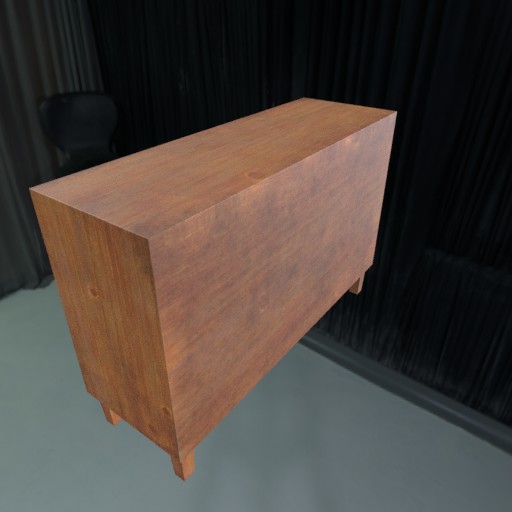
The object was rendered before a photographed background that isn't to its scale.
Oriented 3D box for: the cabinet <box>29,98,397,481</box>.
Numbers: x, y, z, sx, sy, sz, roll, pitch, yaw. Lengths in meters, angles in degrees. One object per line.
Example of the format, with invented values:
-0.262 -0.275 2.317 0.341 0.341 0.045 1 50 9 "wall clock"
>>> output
0.000 0.000 1.532 0.403 0.805 1.204 21 37 31 "cabinet"
